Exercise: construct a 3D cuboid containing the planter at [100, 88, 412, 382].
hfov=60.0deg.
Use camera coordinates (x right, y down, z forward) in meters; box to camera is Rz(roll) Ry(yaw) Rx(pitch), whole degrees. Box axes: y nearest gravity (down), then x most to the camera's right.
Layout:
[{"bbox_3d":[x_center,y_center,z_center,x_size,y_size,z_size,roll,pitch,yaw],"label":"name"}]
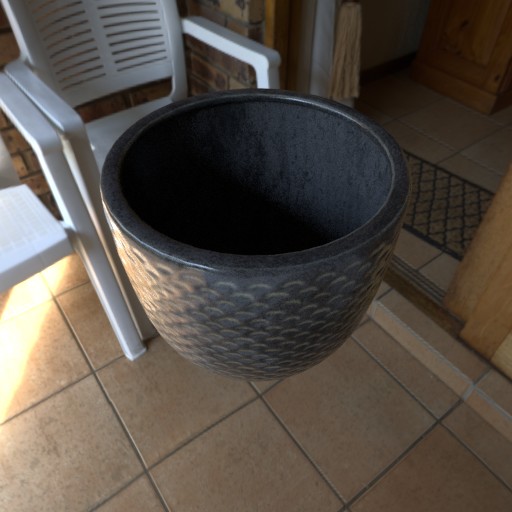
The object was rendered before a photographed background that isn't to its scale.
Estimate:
[{"bbox_3d":[0.000,0.000,0.305,0.172,0.160,0.172,0,46,0],"label":"planter"}]
